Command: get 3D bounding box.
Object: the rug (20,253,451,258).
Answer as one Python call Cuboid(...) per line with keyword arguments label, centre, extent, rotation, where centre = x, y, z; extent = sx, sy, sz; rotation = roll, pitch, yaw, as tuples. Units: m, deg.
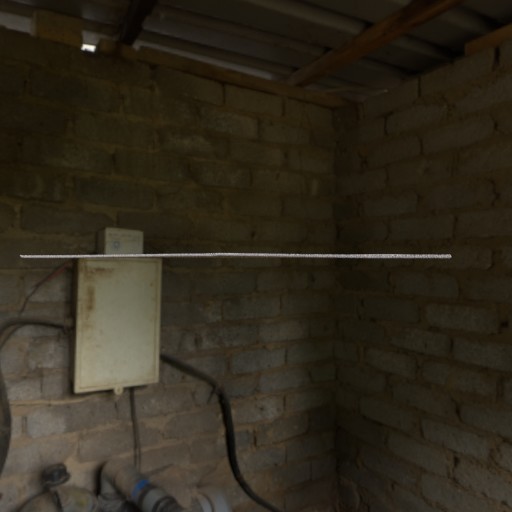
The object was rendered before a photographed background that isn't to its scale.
Cuboid(label="rug", centre=(0.000, 0.000, 4.202), extent=(3.202, 0.045, 2.434), rotation=(0, 0, 19))
